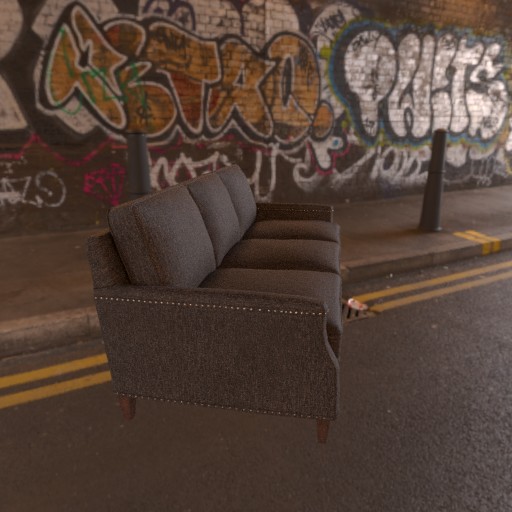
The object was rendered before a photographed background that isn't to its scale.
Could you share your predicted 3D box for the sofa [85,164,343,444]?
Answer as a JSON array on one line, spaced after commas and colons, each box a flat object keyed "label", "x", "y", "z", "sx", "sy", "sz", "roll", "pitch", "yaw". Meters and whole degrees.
[{"label": "sofa", "x": 0.000, "y": 0.000, "z": 2.842, "sx": 1.084, "sy": 1.003, "sz": 2.246, "roll": 3, "pitch": 17, "yaw": 10}]
